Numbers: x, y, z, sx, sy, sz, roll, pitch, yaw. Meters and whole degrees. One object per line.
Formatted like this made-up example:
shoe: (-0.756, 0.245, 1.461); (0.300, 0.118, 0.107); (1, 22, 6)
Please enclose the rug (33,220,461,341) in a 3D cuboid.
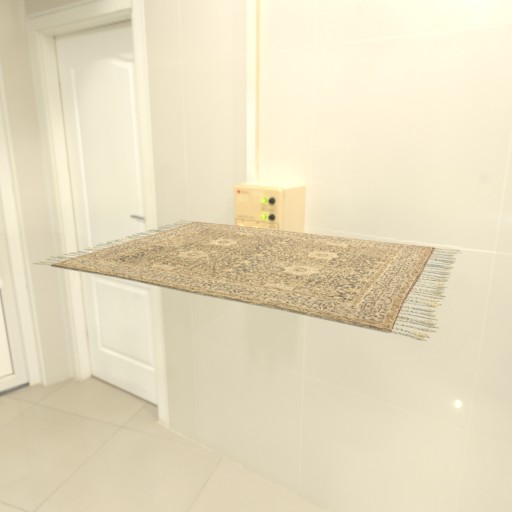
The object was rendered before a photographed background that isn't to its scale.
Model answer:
rug: (0.000, 0.000, 3.003); (2.465, 0.023, 1.619); (8, 17, 26)
